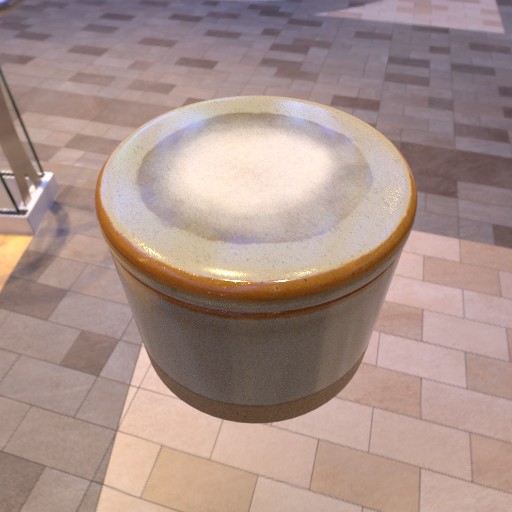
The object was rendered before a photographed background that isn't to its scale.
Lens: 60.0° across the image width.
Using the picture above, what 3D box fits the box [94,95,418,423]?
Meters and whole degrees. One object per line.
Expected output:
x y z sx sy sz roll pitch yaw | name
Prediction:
0.000 0.000 0.206 0.123 0.100 0.123 0 46 0 | box
